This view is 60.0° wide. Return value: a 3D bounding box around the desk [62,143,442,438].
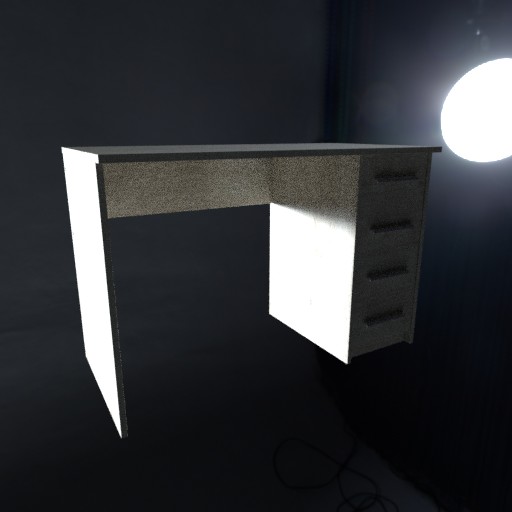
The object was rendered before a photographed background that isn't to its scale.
[{"bbox_3d":[0.000,0.000,1.527,1.096,0.730,0.560,-9,18,-29],"label":"desk"}]
